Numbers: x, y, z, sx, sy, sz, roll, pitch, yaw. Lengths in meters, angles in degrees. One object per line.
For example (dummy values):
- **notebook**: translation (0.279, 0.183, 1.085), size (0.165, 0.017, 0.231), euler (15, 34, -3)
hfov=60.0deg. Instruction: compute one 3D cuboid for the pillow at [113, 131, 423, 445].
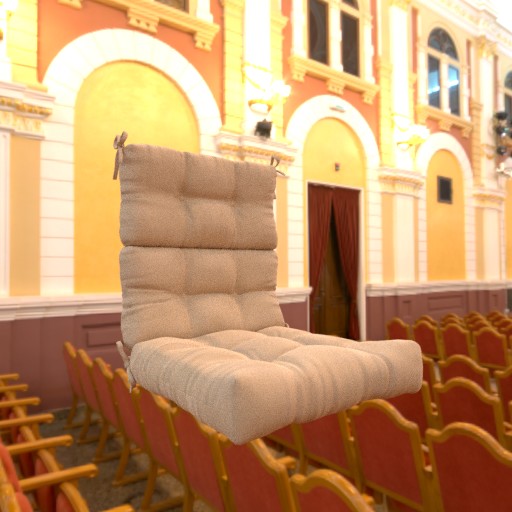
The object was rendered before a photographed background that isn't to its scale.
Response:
- **pillow**: translation (0.000, 0.000, 1.007), size (0.519, 0.605, 0.571), euler (1, -2, -36)
